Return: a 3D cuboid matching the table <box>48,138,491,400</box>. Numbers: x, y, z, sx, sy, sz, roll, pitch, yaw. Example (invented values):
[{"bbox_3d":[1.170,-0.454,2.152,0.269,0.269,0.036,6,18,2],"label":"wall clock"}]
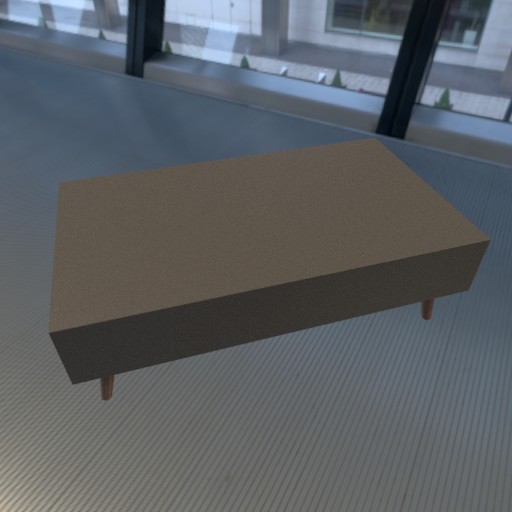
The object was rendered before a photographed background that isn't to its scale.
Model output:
[{"bbox_3d":[0.000,0.000,1.530,1.201,0.404,0.703,-11,42,-13],"label":"table"}]
